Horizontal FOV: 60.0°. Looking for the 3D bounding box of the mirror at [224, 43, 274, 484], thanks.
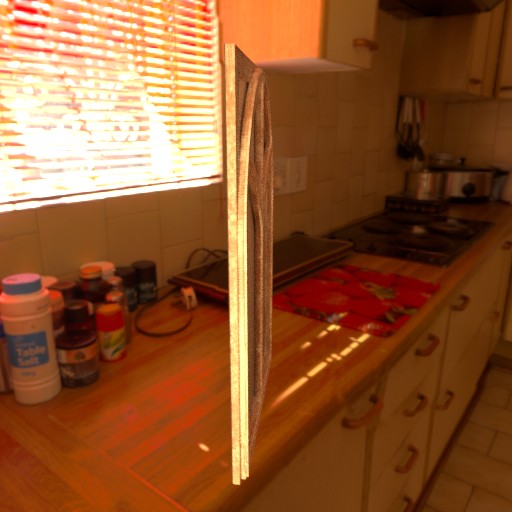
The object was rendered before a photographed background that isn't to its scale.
[{"bbox_3d":[0.000,0.000,0.989,0.058,0.787,0.495,2,16,7],"label":"mirror"}]
